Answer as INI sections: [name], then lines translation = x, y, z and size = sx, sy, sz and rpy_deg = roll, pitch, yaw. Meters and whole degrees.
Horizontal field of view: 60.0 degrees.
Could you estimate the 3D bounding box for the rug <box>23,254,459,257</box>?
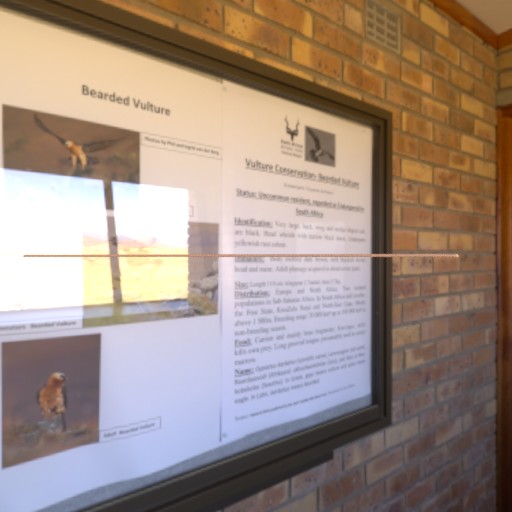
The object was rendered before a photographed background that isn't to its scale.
[rug]
translation = 0.000, 0.000, 2.761
size = 2.134, 0.013, 1.524
rpy_deg = 0, 0, 18
